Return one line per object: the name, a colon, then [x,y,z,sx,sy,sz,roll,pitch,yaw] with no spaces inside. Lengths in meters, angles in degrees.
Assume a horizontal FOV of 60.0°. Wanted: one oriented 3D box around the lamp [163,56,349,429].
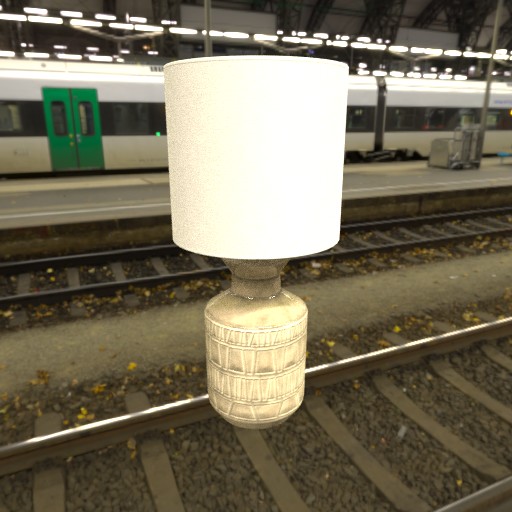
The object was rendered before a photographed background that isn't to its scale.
lamp: [0.000,0.000,0.581,0.211,0.455,0.211,16,23,42]
